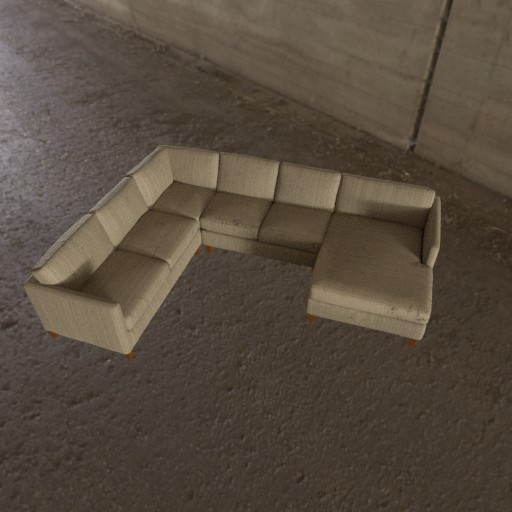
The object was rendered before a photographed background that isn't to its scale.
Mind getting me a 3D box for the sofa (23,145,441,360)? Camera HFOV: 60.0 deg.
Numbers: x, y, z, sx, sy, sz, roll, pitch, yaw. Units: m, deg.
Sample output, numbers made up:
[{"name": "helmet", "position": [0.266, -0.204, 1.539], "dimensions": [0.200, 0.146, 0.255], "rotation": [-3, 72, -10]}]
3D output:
[{"name": "sofa", "position": [0.000, 0.000, 4.495], "dimensions": [3.460, 0.961, 2.594], "rotation": [12, 43, 13]}]
